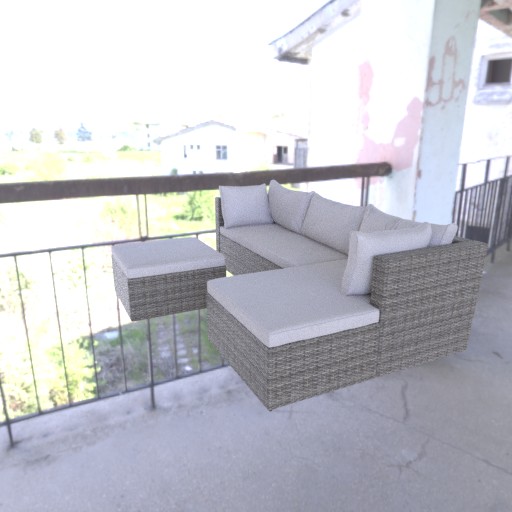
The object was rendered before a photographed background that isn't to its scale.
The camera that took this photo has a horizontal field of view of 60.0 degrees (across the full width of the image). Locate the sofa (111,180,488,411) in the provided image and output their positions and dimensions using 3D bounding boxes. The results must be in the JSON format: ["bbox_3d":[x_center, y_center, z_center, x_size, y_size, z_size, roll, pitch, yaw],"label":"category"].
[{"bbox_3d":[0.000,0.000,2.997,1.662,0.766,2.192,-8,18,-25],"label":"sofa"}]
